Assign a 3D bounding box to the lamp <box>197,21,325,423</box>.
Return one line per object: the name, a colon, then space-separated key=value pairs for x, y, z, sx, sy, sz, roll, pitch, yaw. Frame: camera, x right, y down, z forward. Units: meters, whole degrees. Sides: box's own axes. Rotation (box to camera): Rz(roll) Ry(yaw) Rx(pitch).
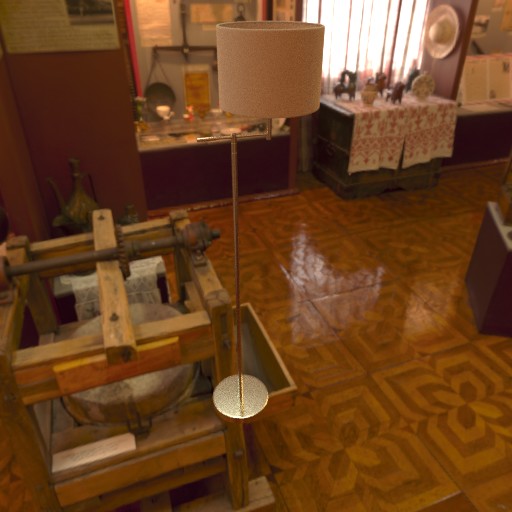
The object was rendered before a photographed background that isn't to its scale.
lamp: x=0.000 y=0.000 z=1.727 sx=0.416 sy=1.600 sz=0.324 roll=-10 pitch=33 yaw=-16
